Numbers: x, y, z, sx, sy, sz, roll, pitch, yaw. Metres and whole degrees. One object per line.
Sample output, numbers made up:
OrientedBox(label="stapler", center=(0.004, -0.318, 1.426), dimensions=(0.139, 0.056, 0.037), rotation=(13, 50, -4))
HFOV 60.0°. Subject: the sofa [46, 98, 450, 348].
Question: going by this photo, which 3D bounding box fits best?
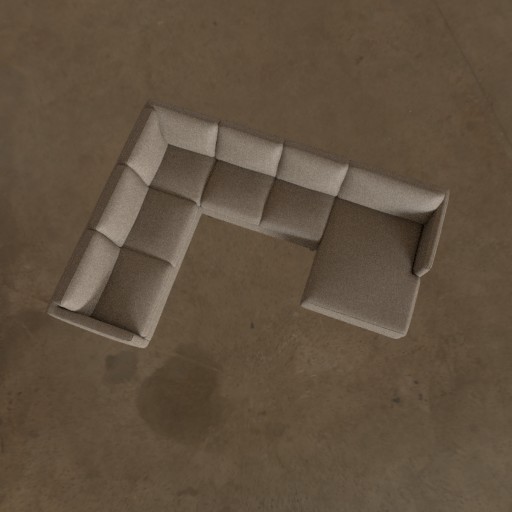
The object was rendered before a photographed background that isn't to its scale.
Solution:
OrientedBox(label="sofa", center=(0.000, 0.000, 4.610), dimensions=(3.403, 0.889, 2.551), rotation=(18, 75, 5))
